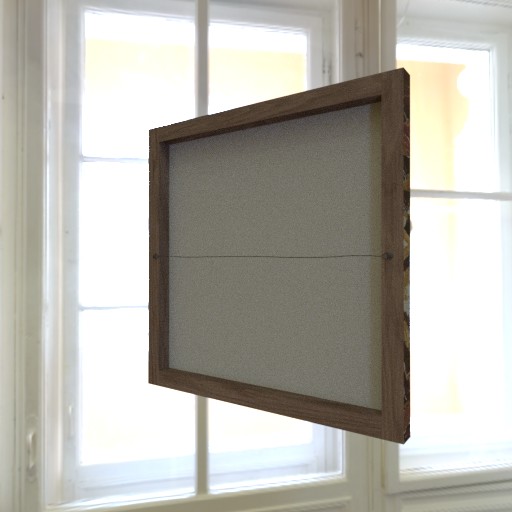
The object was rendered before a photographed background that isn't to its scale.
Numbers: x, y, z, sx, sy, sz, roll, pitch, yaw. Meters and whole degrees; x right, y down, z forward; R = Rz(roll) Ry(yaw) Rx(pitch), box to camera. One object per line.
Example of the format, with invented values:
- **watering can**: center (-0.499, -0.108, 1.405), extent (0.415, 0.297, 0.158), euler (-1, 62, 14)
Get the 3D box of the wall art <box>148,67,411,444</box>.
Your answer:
- **wall art**: center (0.000, 0.000, 0.908), extent (0.609, 0.613, 0.041), euler (0, 0, 35)
